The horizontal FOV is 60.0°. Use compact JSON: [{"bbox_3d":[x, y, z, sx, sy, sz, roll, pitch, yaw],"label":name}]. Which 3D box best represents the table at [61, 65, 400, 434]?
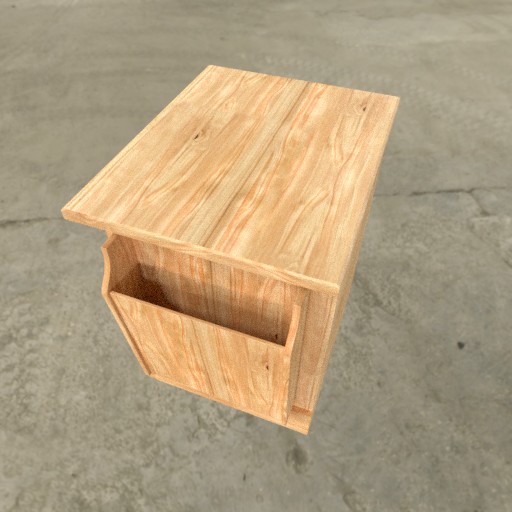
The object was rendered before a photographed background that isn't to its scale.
[{"bbox_3d":[0.000,0.000,0.881,0.380,0.515,0.530,15,49,14],"label":"table"}]
